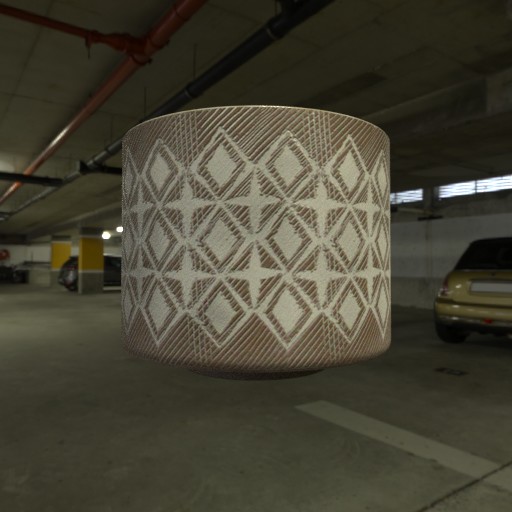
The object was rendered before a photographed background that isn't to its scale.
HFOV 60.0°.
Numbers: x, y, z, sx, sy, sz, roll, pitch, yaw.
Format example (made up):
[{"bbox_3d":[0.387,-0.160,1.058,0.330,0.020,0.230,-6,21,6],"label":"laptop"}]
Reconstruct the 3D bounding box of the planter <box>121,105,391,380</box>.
[{"bbox_3d":[0.000,0.000,0.218,0.126,0.104,0.126,0,-1,0],"label":"planter"}]
